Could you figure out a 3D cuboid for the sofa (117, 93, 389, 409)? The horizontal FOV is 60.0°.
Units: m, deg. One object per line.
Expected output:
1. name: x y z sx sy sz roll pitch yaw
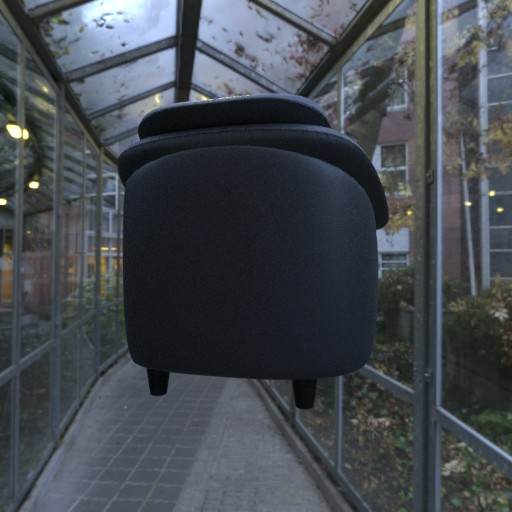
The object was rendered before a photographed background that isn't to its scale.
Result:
1. sofa: 0.000 0.000 1.504 0.870 0.811 0.794 0 -1 16
